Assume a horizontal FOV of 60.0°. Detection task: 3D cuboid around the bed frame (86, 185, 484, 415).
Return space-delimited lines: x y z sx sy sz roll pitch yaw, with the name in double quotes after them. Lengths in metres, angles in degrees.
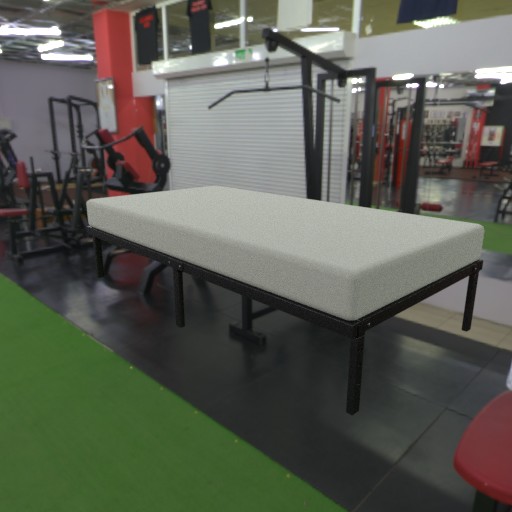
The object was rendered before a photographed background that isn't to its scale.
0.000 0.000 3.225 1.393 0.680 2.635 -15 22 -41 "bed frame"
